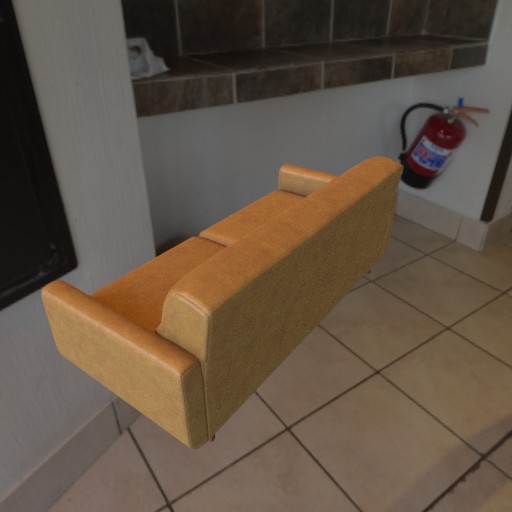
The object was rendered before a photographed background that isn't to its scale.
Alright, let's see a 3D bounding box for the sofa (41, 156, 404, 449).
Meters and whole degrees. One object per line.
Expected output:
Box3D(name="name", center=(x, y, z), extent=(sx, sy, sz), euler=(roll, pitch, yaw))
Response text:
Box3D(name="sofa", center=(0.000, 0.000, 2.644), extent=(0.980, 0.892, 2.137), euler=(21, 37, 30))
